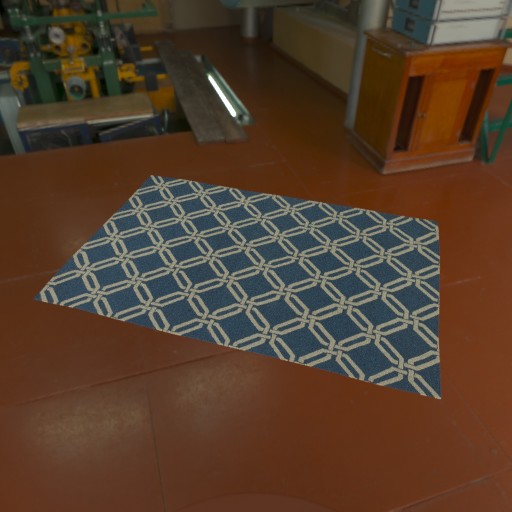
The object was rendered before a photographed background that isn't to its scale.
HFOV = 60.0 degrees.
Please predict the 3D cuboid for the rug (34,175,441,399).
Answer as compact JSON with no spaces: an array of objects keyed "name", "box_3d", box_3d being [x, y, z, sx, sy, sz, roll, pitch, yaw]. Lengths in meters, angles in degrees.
[{"name":"rug","box_3d":[0.000,0.000,2.211,1.755,0.010,1.153,11,41,13]}]
